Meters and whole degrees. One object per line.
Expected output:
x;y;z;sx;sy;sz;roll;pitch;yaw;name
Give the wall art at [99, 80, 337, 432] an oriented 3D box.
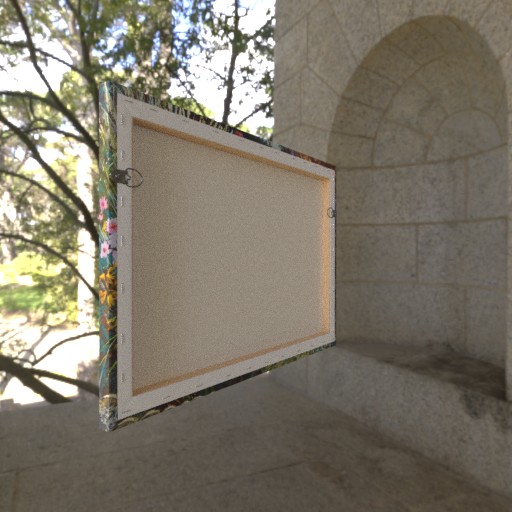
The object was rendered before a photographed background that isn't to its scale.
0.000;0.000;1.427;0.042;0.760;1.136;0;0;35;wall art
